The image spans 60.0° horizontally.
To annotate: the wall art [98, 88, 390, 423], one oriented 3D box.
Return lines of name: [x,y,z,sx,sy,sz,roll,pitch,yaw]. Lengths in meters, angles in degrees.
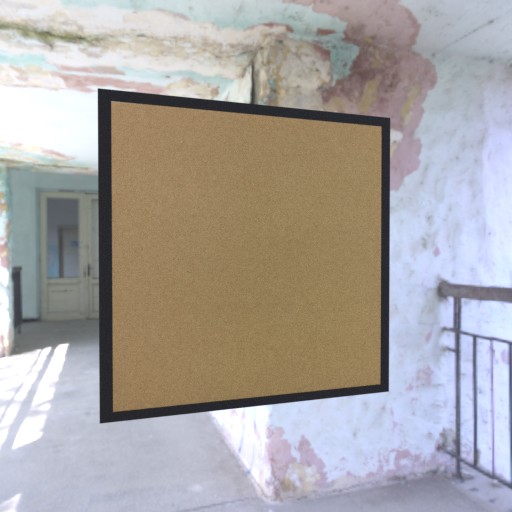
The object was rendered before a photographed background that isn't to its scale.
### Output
wall art: [0.000,0.000,0.761,0.508,0.507,0.033,0,1,-17]
